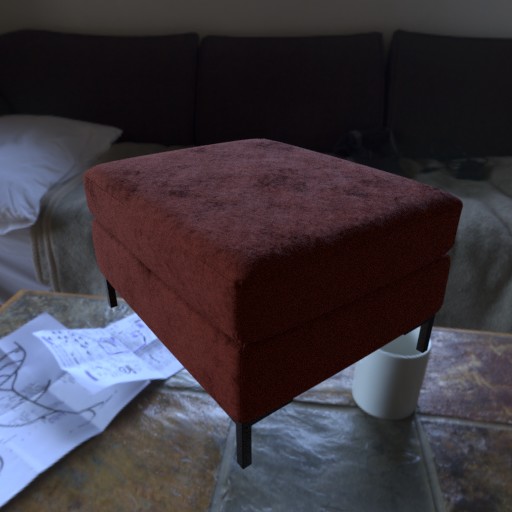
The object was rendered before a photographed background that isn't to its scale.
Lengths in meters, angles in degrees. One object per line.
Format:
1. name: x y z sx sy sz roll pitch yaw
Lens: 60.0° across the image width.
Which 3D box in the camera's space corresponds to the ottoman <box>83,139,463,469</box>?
1. ottoman: 0.000 0.000 1.194 0.650 0.462 0.782 -19 32 -32
